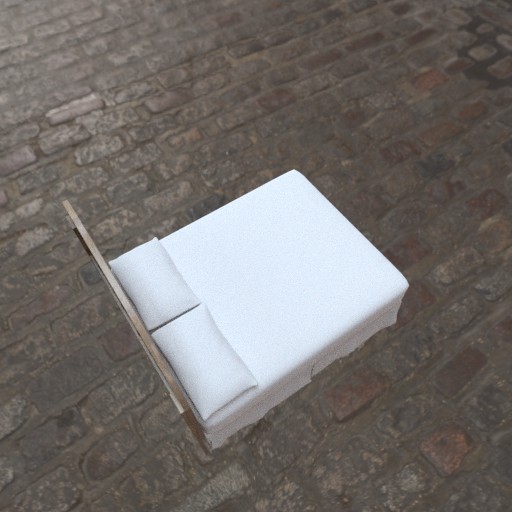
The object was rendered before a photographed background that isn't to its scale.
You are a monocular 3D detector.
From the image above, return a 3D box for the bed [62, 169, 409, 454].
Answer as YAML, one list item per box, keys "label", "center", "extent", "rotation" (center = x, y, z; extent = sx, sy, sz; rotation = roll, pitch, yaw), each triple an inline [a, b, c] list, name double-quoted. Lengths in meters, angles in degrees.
- label: "bed"
  center: [0.000, 0.000, 3.405]
  extent: [2.112, 2.002, 1.713]
  rotation: [-31, 63, -18]
